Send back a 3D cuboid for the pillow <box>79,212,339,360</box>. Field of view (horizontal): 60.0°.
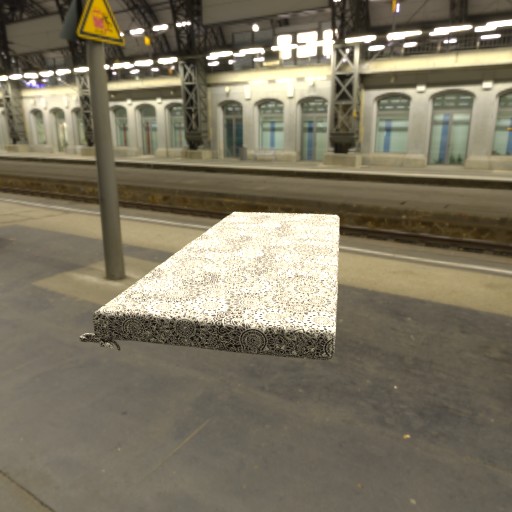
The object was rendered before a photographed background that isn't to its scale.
[{"bbox_3d":[0.000,0.000,1.342,0.492,0.081,1.187,3,16,10],"label":"pillow"}]
